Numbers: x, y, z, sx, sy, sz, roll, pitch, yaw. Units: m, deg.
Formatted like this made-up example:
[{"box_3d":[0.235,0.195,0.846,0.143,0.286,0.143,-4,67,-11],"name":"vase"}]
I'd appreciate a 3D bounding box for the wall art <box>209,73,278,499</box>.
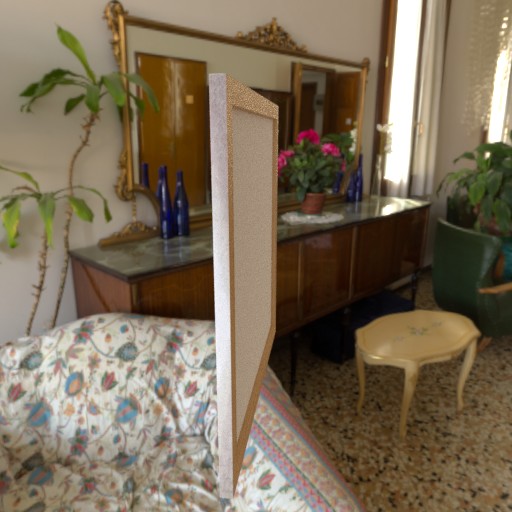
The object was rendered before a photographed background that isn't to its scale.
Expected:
[{"box_3d":[0.000,0.000,1.116,0.027,0.762,0.762,2,15,8],"name":"wall art"}]
